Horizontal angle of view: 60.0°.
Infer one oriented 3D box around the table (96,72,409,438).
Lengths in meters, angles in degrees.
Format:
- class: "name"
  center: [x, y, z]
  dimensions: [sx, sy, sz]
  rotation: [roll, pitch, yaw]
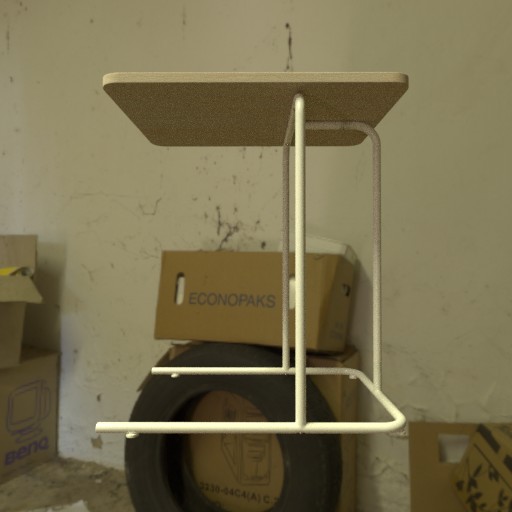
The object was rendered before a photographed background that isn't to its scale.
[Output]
- class: "table"
  center: [0.000, 0.000, 0.851]
  dimensions: [0.480, 0.550, 0.370]
  rotation: [0, -1, 0]
